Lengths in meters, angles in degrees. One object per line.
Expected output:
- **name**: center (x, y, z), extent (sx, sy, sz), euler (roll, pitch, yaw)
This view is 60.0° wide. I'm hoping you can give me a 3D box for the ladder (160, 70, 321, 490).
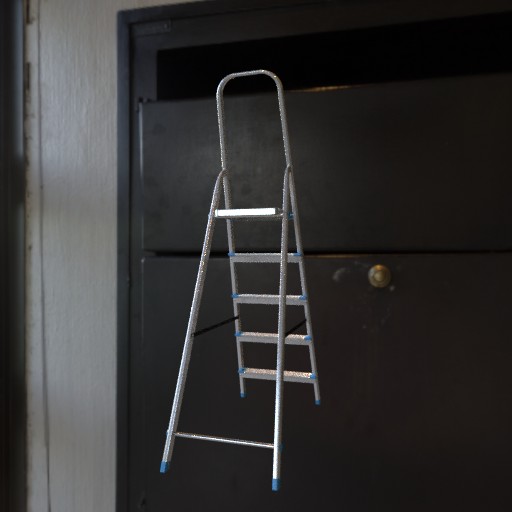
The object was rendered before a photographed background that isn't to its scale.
- **ladder**: center (0.000, 0.000, 2.095), extent (0.468, 1.648, 0.990), euler (0, 0, 17)
